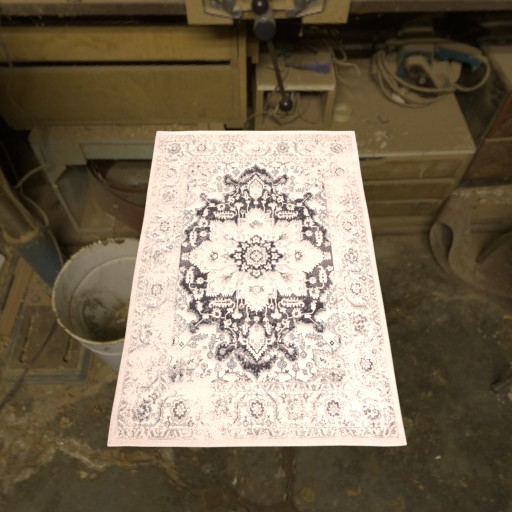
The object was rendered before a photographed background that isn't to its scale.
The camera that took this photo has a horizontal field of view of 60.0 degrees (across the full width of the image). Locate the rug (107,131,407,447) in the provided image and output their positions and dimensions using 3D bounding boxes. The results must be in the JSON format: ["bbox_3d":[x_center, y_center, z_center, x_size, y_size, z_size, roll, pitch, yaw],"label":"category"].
[{"bbox_3d":[0.000,0.000,2.272,1.223,0.008,1.813,0,59,0],"label":"rug"}]
